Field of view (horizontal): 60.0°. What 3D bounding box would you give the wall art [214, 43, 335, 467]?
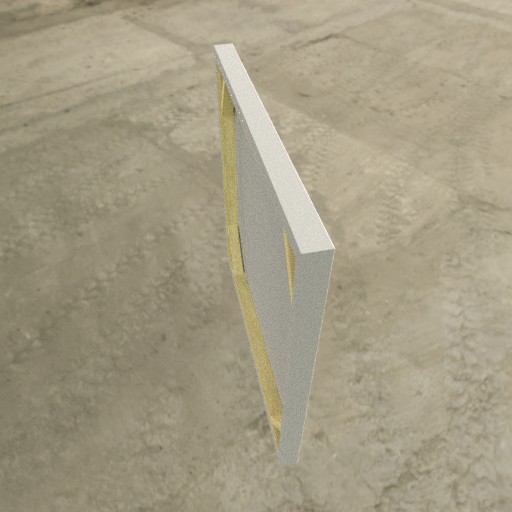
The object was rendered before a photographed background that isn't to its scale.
[{"bbox_3d":[0.000,0.000,0.897,0.038,0.610,0.610,-9,46,-9],"label":"wall art"}]
